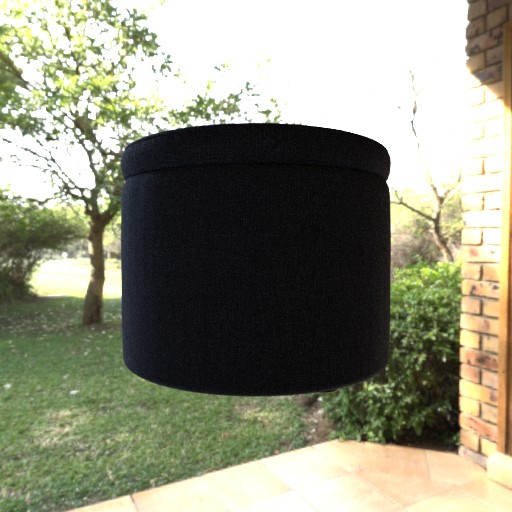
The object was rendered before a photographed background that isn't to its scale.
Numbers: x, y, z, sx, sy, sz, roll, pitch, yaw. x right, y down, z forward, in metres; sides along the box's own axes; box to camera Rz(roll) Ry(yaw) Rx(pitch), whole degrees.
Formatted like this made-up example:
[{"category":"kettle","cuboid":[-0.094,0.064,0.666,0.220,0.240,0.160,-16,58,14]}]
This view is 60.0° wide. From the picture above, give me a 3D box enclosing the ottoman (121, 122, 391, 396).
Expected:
[{"category":"ottoman","cuboid":[0.000,0.000,0.893,0.520,0.430,0.520,0,2,0]}]
